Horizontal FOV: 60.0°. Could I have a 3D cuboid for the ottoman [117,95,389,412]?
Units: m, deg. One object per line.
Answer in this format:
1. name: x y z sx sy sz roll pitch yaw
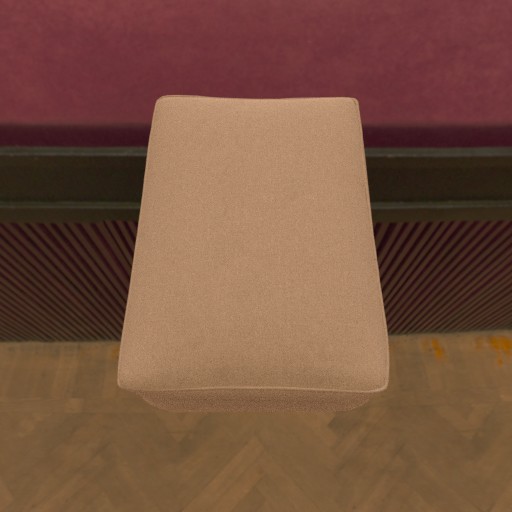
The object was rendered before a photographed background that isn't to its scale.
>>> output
1. ottoman: 0.000 0.000 1.015 0.501 0.456 0.665 1 65 0
